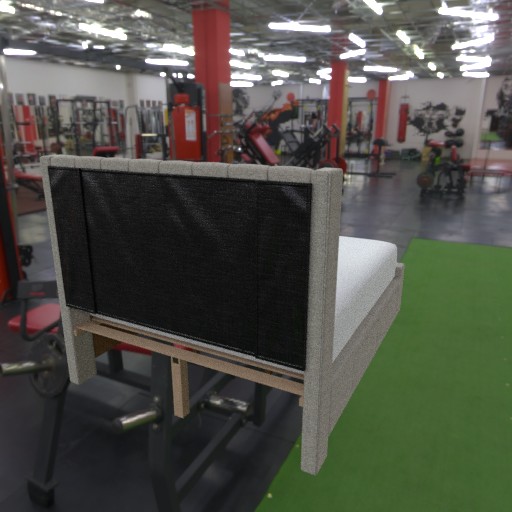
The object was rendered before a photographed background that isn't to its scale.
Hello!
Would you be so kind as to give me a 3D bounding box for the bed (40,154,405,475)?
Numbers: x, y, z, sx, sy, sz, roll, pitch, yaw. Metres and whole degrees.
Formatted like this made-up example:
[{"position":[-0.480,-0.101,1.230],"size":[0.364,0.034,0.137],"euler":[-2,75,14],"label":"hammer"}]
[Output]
[{"position":[0.000,0.000,3.737],"size":[2.044,1.748,2.372],"euler":[9,19,27],"label":"bed"}]
